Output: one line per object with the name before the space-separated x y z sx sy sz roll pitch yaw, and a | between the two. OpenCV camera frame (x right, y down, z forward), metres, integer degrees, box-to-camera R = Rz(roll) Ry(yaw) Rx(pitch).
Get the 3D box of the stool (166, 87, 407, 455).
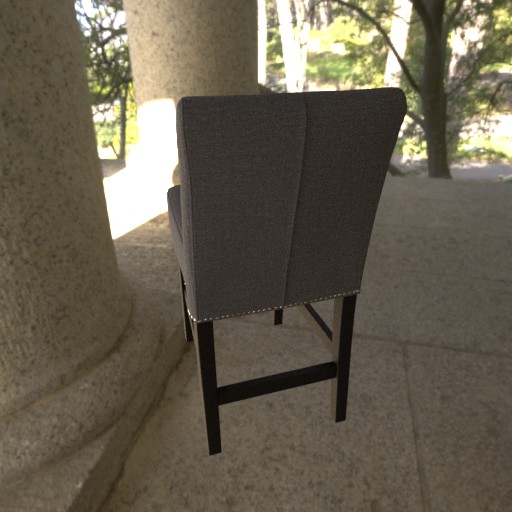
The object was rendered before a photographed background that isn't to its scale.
stool | 0.000 0.000 1.171 0.427 0.885 0.571 -8 29 -15
